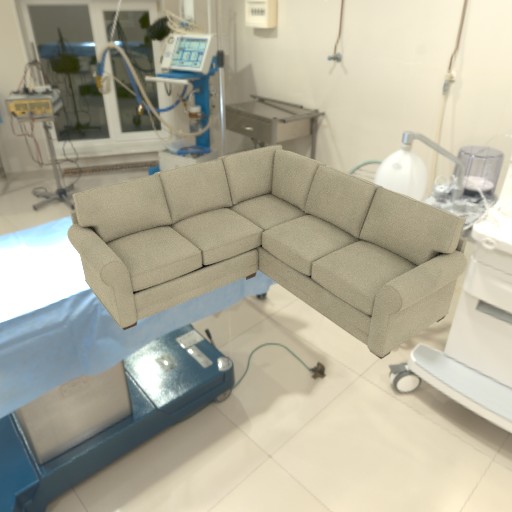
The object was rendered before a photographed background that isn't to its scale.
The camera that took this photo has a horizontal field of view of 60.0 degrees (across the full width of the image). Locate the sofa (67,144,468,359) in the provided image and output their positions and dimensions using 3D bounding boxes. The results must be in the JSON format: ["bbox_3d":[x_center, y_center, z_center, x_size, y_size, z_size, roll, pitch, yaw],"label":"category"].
[{"bbox_3d":[0.000,0.000,3.867,2.487,1.053,2.562,-21,36,-31],"label":"sofa"}]
